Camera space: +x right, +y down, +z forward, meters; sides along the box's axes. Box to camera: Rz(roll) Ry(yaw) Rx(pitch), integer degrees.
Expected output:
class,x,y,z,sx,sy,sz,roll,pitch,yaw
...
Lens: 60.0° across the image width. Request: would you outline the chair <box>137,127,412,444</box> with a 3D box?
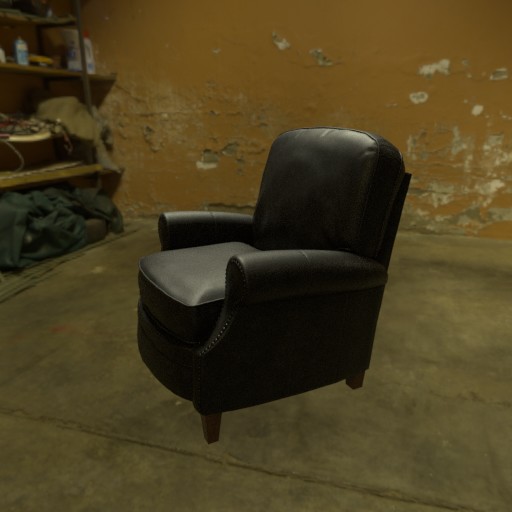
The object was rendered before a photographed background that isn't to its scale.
class,x,y,z,sx,sy,sz,roll,pitch,yaw
chair,0.000,0.000,1.822,0.986,1.018,0.936,-9,19,-27
